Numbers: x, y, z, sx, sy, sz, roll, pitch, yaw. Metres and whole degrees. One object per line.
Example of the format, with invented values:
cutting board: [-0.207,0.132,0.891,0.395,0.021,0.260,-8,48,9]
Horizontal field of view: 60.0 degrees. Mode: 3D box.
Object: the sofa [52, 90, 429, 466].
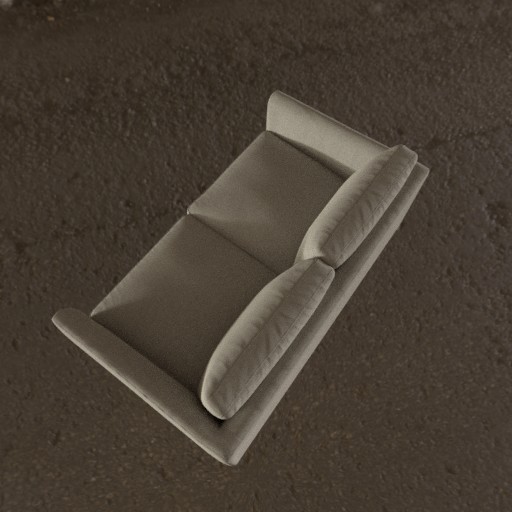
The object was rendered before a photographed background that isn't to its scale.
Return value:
sofa: [0.000,0.000,2.521,1.091,0.839,1.905,33,68,15]
